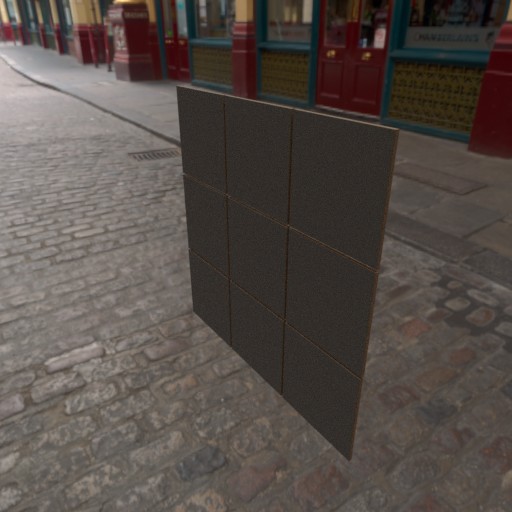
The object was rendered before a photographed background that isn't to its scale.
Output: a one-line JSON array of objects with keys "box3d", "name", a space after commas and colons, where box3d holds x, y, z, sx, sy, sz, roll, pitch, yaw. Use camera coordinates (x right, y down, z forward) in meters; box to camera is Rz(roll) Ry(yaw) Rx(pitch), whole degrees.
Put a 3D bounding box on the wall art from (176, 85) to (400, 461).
[{"box3d": [0.000, 0.000, 2.285, 0.017, 1.521, 1.527, -18, 32, -31], "name": "wall art"}]
